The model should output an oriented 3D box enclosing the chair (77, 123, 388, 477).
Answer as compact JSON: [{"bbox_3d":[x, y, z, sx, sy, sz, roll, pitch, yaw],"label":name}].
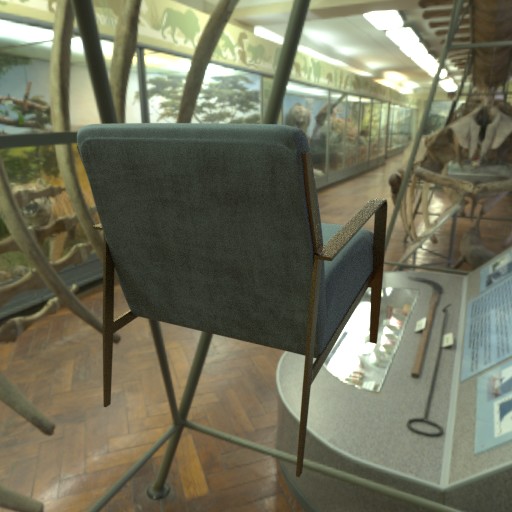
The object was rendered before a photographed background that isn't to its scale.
[{"bbox_3d":[0.000,0.000,1.437,0.701,0.824,0.842,8,18,25],"label":"chair"}]
